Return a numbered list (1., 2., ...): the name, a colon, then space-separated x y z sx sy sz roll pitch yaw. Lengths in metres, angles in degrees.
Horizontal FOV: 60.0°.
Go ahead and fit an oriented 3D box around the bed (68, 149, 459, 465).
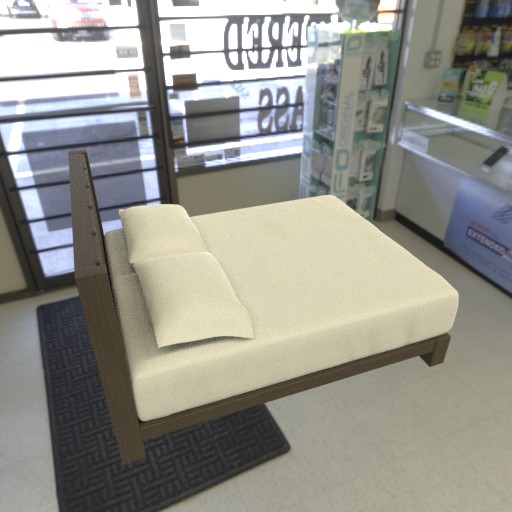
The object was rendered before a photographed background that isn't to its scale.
1. bed: 0.000 0.000 3.175 2.242 1.270 1.727 -11 33 -18
